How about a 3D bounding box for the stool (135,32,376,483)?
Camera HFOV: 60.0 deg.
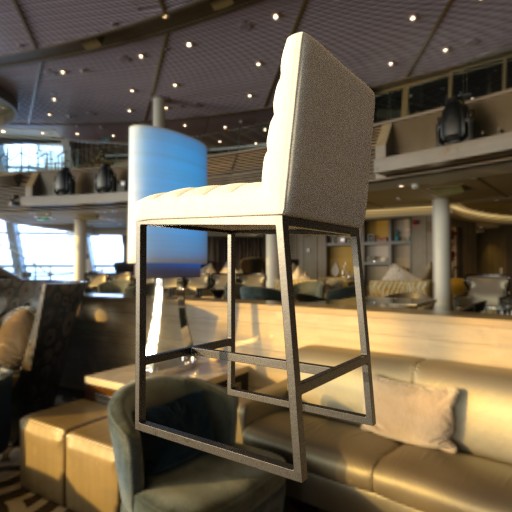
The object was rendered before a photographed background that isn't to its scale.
[{"bbox_3d":[0.000,0.000,1.277,0.567,0.971,0.459,-1,-2,35],"label":"stool"}]
